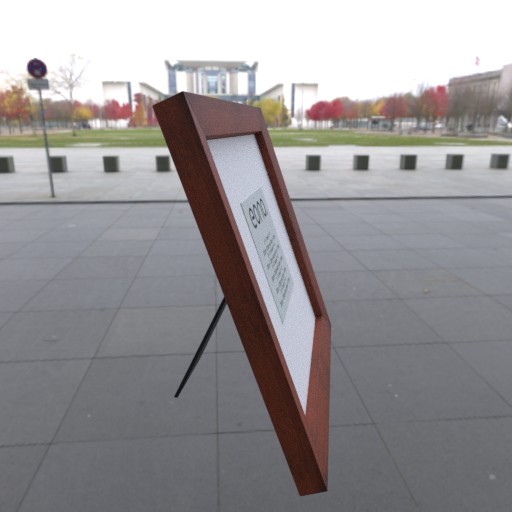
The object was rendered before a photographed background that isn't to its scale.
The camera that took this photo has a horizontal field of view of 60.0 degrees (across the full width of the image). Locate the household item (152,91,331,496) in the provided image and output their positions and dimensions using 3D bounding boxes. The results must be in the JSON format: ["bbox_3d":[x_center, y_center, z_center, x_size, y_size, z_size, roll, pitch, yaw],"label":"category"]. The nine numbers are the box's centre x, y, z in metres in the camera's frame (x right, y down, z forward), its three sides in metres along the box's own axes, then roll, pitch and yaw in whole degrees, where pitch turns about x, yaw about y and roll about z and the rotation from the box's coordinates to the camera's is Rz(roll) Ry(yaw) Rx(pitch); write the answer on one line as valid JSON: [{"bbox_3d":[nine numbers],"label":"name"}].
[{"bbox_3d":[0.000,0.000,0.365,0.131,0.240,0.240,3,17,9],"label":"household item"}]
